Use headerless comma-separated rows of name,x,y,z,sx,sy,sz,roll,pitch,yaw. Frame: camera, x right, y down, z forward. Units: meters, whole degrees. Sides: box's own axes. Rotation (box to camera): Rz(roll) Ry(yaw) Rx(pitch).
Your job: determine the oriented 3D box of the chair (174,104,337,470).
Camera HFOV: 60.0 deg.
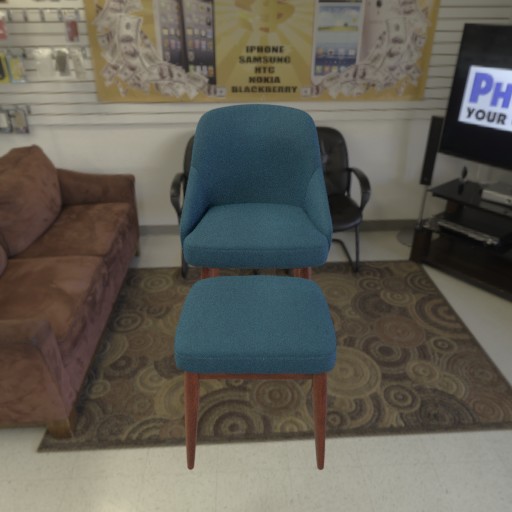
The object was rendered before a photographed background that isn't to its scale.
chair,0.000,0.000,1.611,0.584,0.866,1.114,0,29,0
